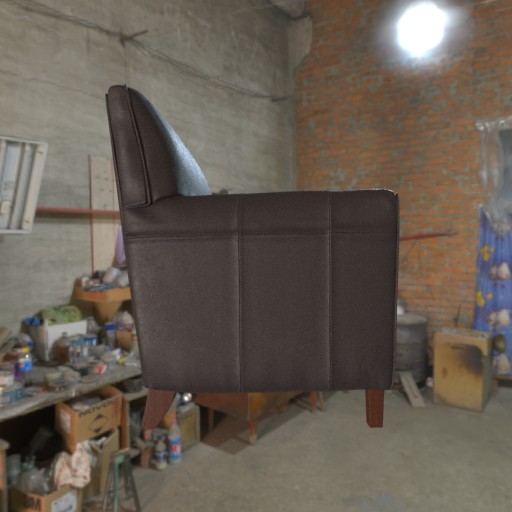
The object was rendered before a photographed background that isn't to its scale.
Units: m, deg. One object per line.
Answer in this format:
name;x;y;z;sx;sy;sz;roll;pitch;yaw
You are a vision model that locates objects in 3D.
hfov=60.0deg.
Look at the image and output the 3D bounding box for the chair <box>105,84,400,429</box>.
chair;0.000;0.000;1.591;0.825;0.943;0.870;0;1;0
